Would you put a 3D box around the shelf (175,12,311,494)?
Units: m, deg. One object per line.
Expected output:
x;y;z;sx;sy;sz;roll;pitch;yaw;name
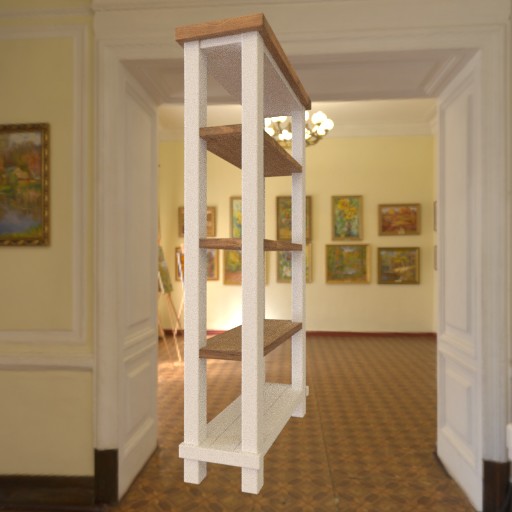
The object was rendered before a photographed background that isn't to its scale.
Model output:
0.000;0.000;2.251;0.381;1.878;1.022;0;0;18;shelf
